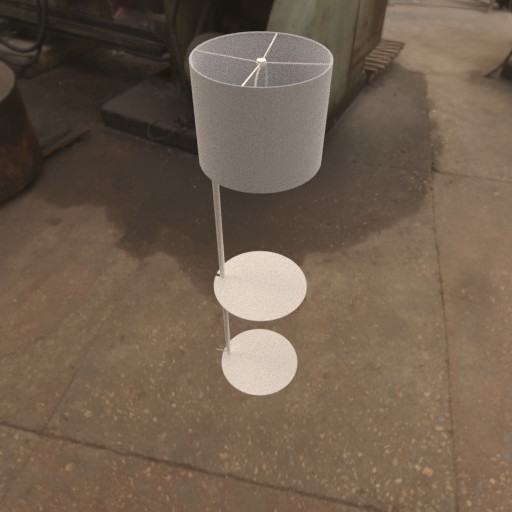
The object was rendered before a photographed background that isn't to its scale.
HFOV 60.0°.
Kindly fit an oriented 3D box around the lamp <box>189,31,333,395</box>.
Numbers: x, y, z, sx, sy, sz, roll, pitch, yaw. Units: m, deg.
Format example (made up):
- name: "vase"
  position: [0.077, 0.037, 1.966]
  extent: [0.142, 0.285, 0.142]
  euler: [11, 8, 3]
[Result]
- name: "lamp"
  position: [0.000, 0.000, 1.666]
  extent: [0.405, 1.465, 0.372]
  euler: [11, 46, 11]
